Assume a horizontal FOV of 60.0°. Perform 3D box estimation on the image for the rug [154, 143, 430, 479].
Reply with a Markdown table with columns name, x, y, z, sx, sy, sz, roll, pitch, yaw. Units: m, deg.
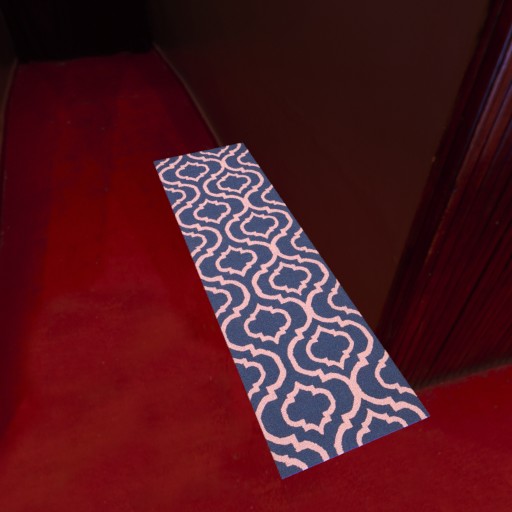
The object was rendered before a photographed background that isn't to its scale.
| name | x | y | z | sx | sy | sz | roll | pitch | yaw |
| --- | --- | --- | --- | --- | --- | --- | --- | --- | --- |
| rug | 0.000 | 0.000 | 2.535 | 0.685 | 0.006 | 2.296 | -16 | 48 | -15 |
